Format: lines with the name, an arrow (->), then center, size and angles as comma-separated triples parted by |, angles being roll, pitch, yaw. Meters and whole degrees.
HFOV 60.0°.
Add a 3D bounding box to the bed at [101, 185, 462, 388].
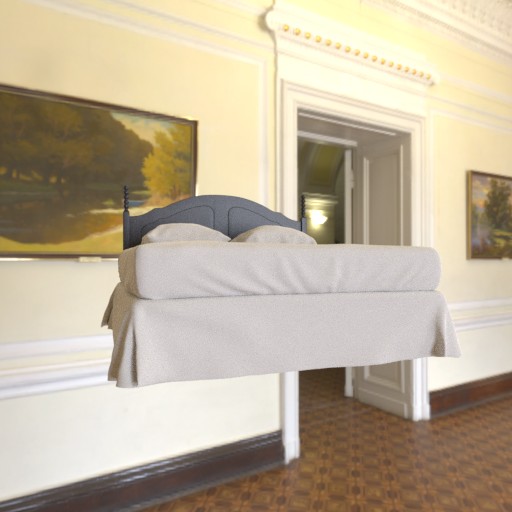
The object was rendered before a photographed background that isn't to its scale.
bed -> 0.000, 0.000, 3.525 | 2.322, 1.355, 2.219 | 0, 0, -19
